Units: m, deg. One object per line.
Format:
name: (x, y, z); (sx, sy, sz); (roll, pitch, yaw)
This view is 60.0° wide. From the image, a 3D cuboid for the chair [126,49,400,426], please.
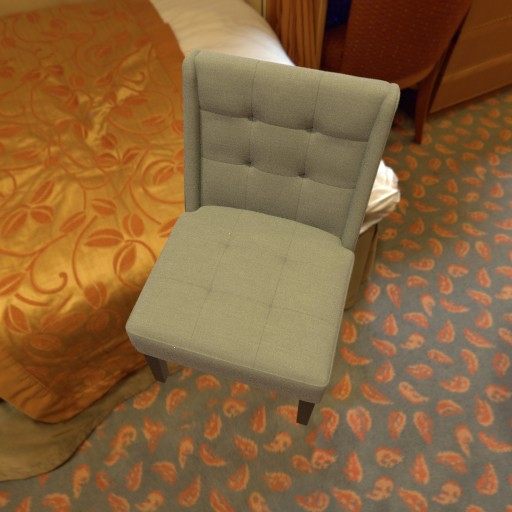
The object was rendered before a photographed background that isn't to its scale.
chair: (0.000, 0.000, 1.311); (0.569, 0.853, 0.676); (14, 58, 9)
